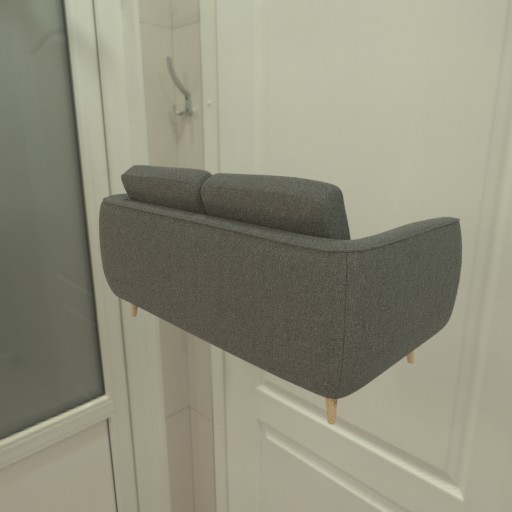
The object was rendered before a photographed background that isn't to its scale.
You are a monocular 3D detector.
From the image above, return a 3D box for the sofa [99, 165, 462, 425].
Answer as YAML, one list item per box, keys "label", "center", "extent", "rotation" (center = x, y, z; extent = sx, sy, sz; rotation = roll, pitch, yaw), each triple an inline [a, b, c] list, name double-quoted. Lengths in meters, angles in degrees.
- label: "sofa"
  center: [0.000, 0.000, 2.195]
  extent: [1.700, 0.870, 0.920]
  rotation: [15, 22, 43]
